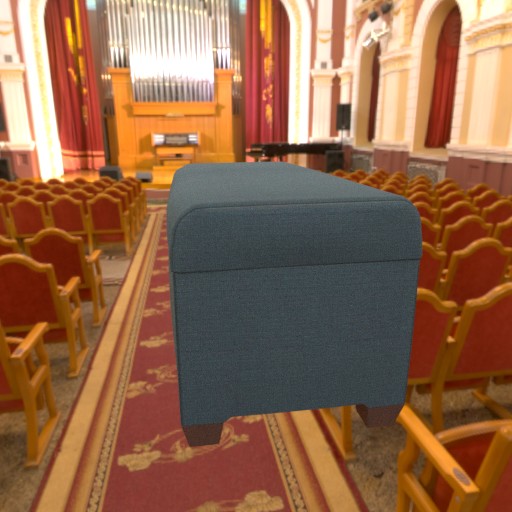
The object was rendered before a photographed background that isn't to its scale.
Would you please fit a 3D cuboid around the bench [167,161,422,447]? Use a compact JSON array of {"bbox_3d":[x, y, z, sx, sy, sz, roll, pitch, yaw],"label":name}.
[{"bbox_3d":[0.000,0.000,1.249,0.476,0.474,0.995,-3,16,-9],"label":"bench"}]
